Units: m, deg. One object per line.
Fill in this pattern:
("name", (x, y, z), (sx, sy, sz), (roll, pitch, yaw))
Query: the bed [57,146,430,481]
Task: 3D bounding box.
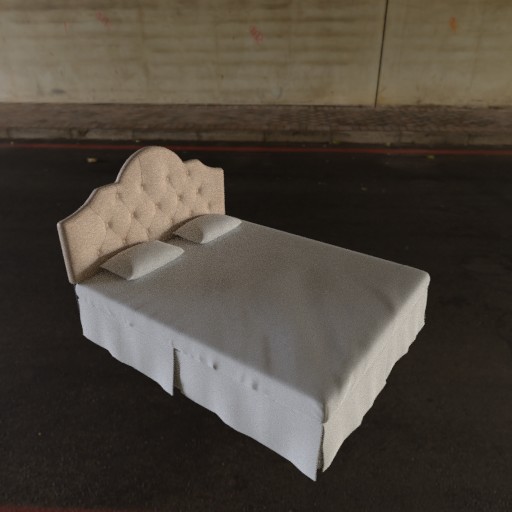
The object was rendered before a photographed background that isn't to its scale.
("bed", (0.000, 0.000, 2.952), (1.970, 1.194, 1.667), (18, 32, 31))
